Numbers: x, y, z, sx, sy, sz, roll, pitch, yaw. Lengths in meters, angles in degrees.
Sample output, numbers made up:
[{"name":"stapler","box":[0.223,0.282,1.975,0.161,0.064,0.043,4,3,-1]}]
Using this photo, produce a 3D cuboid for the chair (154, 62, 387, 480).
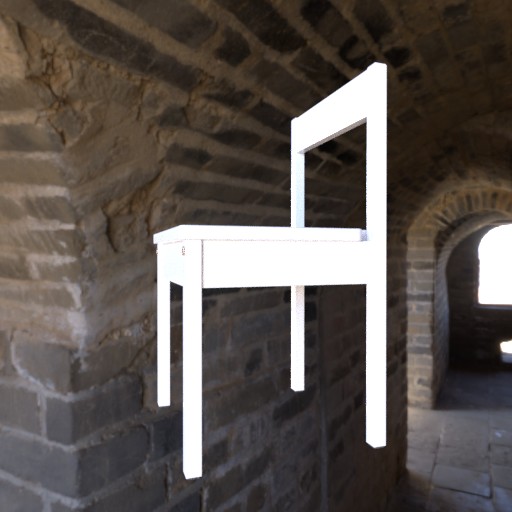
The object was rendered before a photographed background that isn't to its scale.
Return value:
[{"name":"chair","box":[0.000,0.000,0.879,0.361,0.668,0.367,0,0,-19]}]
